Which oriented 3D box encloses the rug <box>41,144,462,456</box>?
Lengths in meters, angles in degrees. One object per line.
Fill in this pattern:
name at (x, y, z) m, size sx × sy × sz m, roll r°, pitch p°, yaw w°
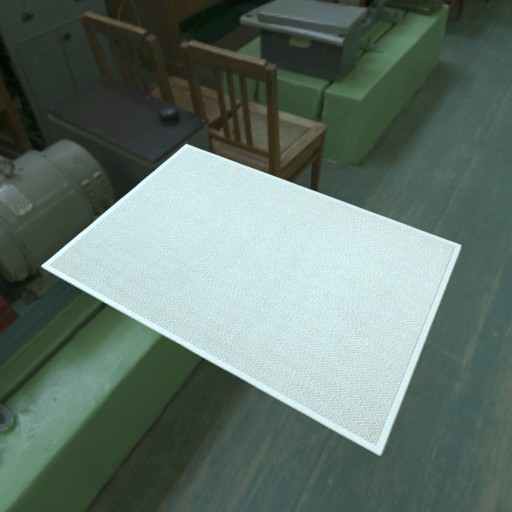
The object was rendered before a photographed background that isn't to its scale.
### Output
rug at (0.000, 0.000, 2.846) m, size 2.244 × 0.017 × 1.532 m, roll 24°, pitch 53°, yaw 20°
